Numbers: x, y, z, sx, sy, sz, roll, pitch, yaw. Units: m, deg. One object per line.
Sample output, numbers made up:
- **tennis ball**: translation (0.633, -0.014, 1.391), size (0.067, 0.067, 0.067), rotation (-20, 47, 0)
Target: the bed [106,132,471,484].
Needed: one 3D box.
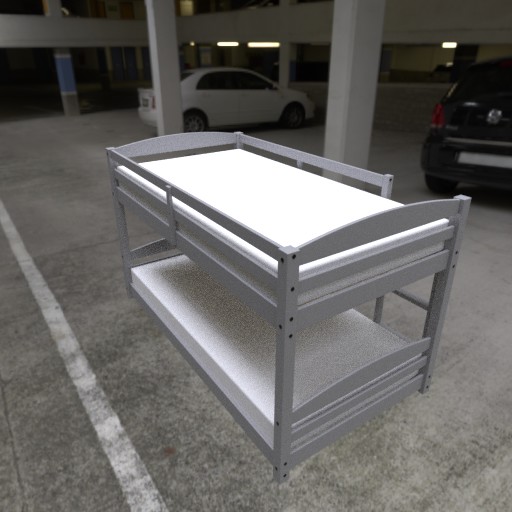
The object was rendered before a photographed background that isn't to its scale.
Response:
- **bed**: translation (0.000, 0.000, 2.775), size (1.105, 1.206, 2.013), rotation (-16, 30, -30)
